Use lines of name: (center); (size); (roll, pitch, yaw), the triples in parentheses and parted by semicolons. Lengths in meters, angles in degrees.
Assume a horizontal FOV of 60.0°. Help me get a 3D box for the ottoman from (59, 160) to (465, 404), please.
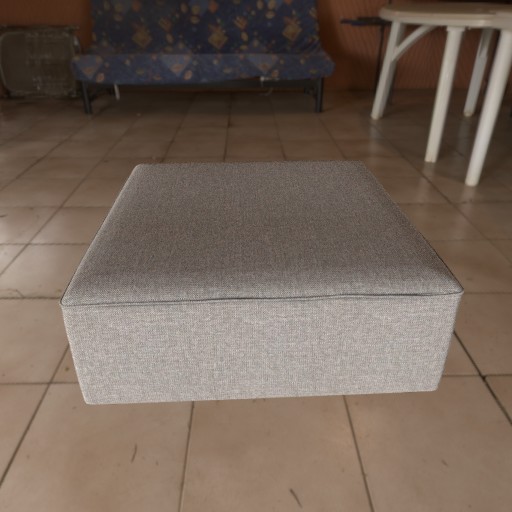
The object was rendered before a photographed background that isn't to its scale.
ottoman: (0.000, 0.000, 1.584); (1.017, 0.423, 1.023); (-1, 30, -2)
